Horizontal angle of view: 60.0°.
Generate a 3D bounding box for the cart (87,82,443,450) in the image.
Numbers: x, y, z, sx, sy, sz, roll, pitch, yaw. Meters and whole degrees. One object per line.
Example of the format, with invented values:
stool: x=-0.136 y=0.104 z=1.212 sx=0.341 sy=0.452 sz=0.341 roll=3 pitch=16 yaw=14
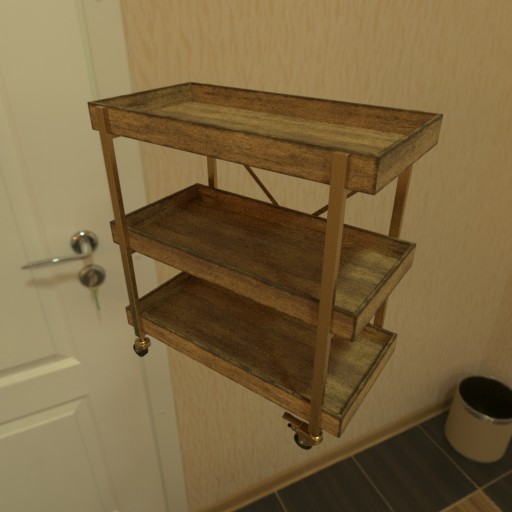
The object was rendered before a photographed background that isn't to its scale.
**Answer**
cart: x=0.000 y=0.000 z=1.232 sx=0.750 sy=0.799 sz=0.416 roll=20 pitch=36 yaw=30
